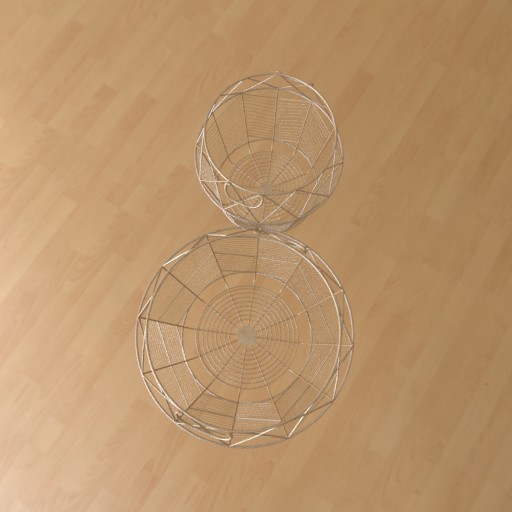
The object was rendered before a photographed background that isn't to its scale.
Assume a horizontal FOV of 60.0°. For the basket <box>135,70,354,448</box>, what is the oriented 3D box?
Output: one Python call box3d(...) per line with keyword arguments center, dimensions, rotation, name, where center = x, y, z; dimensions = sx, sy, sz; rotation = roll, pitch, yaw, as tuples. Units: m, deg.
box3d(center=(0.000, 0.000, 1.024), dimensions=(0.451, 0.343, 0.805), rotation=(7, 78, 2), name="basket")
